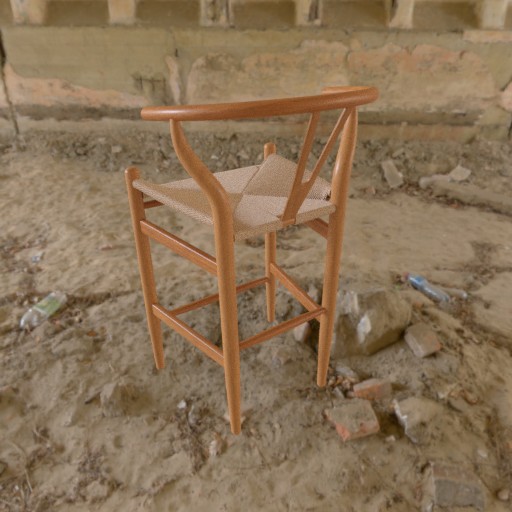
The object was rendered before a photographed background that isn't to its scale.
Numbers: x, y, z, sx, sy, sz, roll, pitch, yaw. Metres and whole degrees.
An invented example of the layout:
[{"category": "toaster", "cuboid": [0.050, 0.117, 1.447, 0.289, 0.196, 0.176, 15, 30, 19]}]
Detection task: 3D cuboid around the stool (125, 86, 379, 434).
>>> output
[{"category": "stool", "cuboid": [0.000, 0.000, 1.302, 0.569, 0.970, 0.579, -18, 33, -30]}]
